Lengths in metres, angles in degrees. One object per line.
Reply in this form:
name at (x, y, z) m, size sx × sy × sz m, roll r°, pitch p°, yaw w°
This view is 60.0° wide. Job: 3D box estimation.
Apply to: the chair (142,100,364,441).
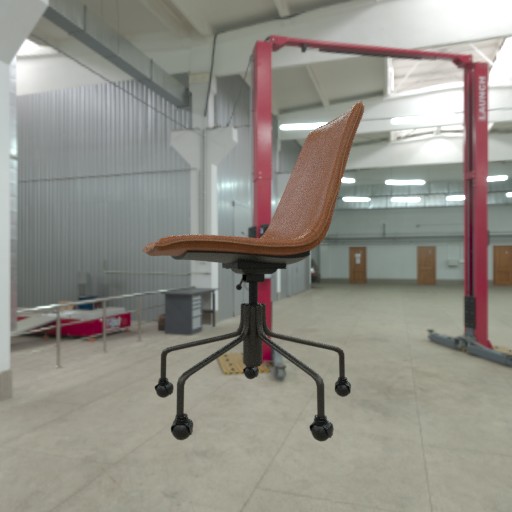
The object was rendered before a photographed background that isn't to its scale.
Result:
chair at (0.000, 0.000, 1.363) m, size 0.660 × 0.920 × 0.651 m, roll 0°, pitch 0°, yaw -18°
